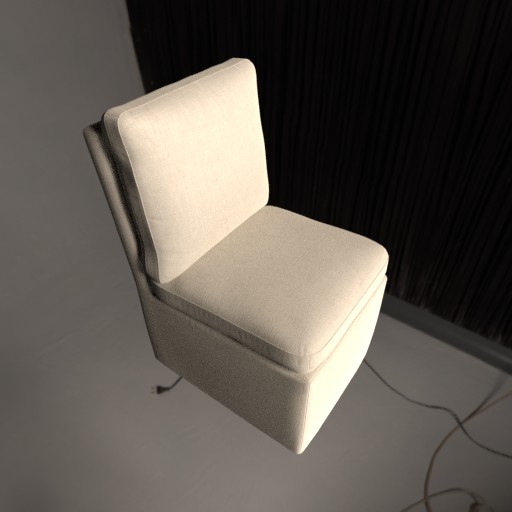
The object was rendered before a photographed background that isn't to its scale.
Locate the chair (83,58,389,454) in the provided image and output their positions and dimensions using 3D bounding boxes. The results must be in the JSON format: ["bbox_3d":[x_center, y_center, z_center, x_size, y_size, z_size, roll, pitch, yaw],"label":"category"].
[{"bbox_3d":[0.000,0.000,1.302,0.698,0.927,0.503,25,47,26],"label":"chair"}]
